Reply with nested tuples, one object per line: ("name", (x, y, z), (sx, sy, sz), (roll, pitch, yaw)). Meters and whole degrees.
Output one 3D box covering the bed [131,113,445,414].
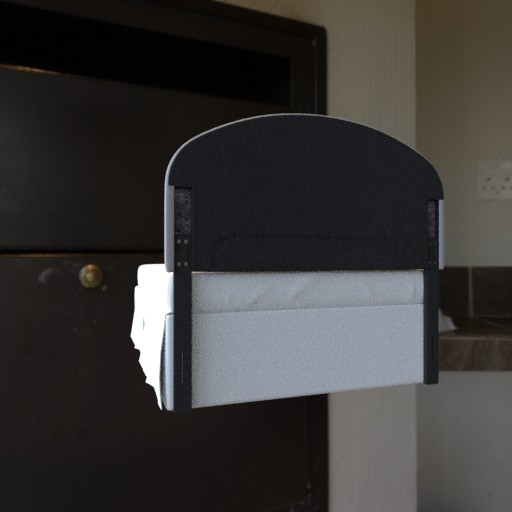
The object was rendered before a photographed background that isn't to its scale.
("bed", (0.000, 0.000, 3.144), (1.607, 1.410, 2.005), (0, 0, -19))
